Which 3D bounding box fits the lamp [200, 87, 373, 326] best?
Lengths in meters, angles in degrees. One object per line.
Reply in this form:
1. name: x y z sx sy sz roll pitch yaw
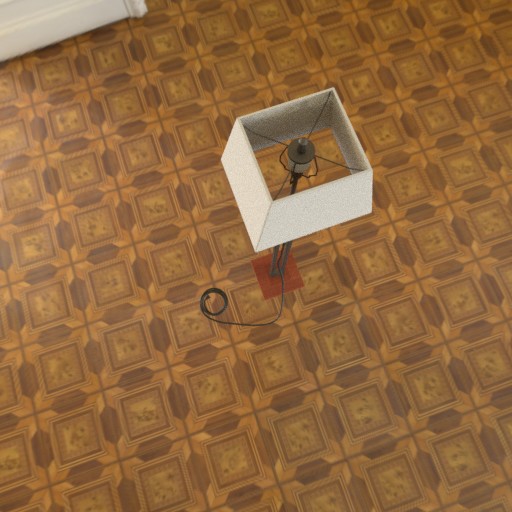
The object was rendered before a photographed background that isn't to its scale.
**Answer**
1. lamp: 0.000 0.000 2.032 0.745 1.712 0.472 -19 76 -5
